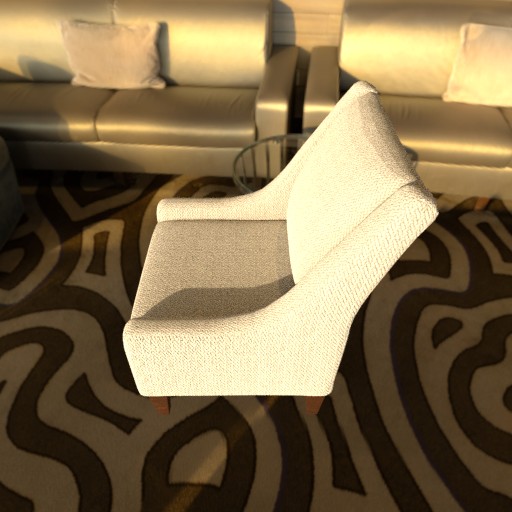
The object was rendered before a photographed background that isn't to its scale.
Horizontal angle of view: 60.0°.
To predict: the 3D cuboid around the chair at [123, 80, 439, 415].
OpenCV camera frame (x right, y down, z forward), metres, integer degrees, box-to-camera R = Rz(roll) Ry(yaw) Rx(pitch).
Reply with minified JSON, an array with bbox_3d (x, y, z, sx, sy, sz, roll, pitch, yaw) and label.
[{"bbox_3d":[0.000,0.000,1.631,0.870,1.014,0.774,0,42,0],"label":"chair"}]
